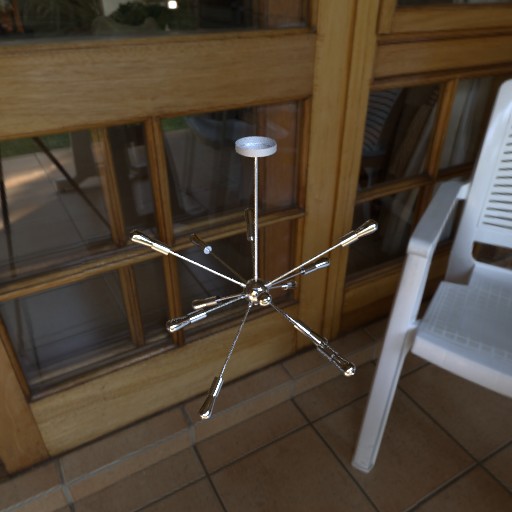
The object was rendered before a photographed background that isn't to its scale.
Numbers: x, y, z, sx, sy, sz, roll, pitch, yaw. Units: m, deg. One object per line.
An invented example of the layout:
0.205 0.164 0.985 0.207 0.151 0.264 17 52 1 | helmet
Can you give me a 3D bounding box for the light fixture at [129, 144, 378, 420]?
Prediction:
0.000 0.000 1.074 0.509 0.558 0.684 -21 37 -29 | light fixture
